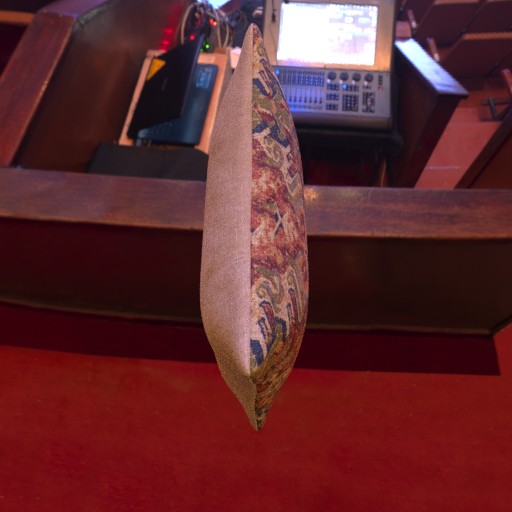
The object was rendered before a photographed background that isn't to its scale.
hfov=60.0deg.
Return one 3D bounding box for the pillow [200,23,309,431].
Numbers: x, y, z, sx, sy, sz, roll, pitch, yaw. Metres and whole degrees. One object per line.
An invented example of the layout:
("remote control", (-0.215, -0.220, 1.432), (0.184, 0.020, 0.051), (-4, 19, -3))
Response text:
("pillow", (0.000, 0.000, 0.767), (0.166, 0.506, 0.523), (0, 64, 0))
